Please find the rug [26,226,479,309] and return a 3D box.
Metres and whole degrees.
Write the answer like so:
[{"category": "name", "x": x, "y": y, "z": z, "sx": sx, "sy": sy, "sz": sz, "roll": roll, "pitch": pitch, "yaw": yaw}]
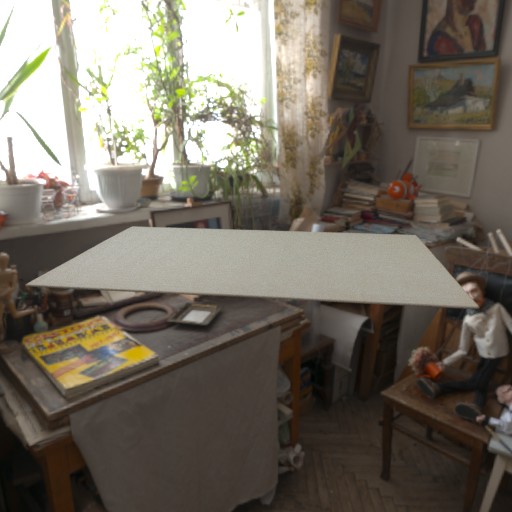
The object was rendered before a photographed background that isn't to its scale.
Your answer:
[{"category": "rug", "x": 0.000, "y": 0.000, "z": 3.060, "sx": 2.441, "sy": 0.014, "sz": 1.531, "roll": 2, "pitch": 16, "yaw": 7}]
